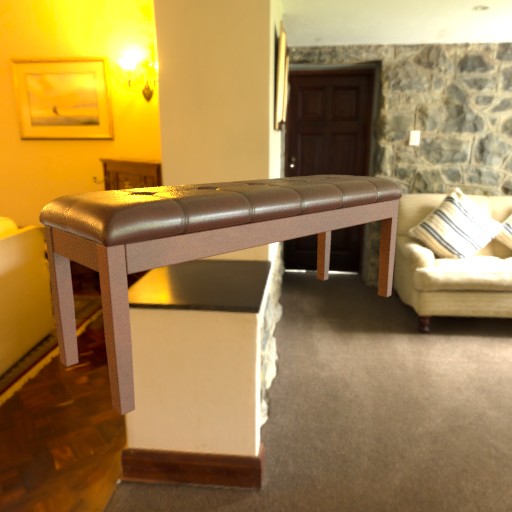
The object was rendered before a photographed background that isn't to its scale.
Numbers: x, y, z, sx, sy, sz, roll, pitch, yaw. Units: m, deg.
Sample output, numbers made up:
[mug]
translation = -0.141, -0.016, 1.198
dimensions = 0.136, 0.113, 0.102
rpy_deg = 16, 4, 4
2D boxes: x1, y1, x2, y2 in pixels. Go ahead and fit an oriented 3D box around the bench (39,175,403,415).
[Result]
[bench]
translation = 0.000, 0.000, 1.516
dimensions = 1.259, 0.491, 0.401
rpy_deg = -13, 19, -42
